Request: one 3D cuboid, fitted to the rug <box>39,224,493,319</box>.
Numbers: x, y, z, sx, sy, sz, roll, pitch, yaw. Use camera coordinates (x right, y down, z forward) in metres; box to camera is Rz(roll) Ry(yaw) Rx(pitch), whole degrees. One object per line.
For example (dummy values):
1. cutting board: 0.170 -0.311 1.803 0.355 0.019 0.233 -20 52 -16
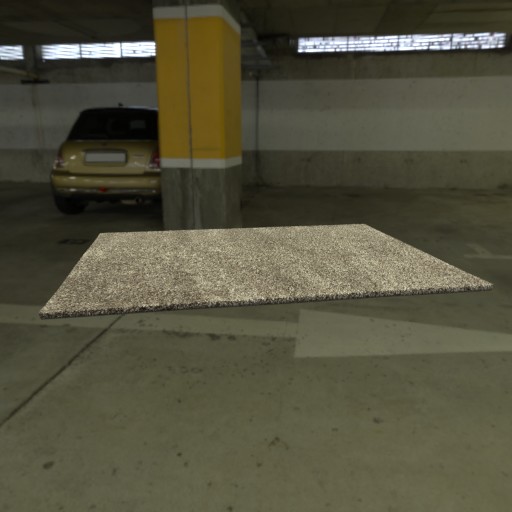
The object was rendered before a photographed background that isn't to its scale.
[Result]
1. rug: 0.000 0.000 2.099 1.601 0.025 1.198 -3 15 -10
